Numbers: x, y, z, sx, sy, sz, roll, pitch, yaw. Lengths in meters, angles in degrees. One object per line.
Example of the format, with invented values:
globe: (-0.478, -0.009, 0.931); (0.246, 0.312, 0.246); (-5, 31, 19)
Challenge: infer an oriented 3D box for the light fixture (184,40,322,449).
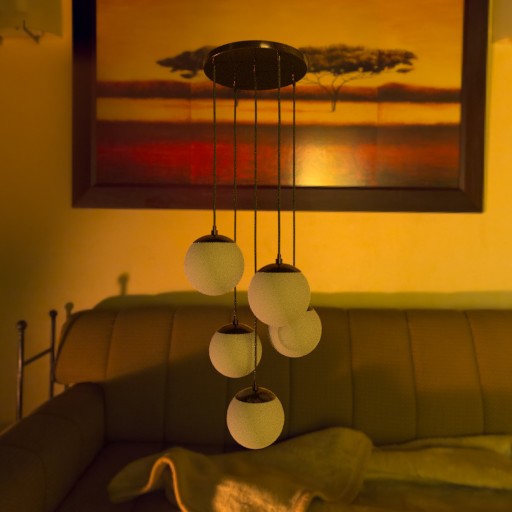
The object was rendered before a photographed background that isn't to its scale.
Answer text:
light fixture: (0.000, 0.000, 1.480); (0.489, 1.271, 0.484); (0, 0, -19)
